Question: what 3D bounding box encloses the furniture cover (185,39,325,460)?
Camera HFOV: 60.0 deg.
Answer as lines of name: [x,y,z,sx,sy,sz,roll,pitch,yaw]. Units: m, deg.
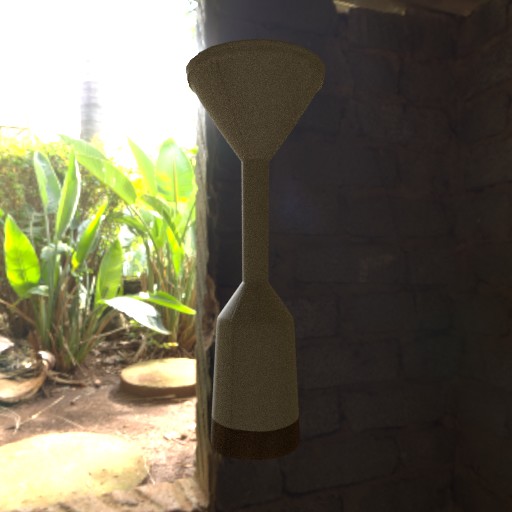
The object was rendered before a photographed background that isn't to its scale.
furniture cover: [0.000,0.000,2.908,0.914,2.413,0.914,-1,-1,35]
